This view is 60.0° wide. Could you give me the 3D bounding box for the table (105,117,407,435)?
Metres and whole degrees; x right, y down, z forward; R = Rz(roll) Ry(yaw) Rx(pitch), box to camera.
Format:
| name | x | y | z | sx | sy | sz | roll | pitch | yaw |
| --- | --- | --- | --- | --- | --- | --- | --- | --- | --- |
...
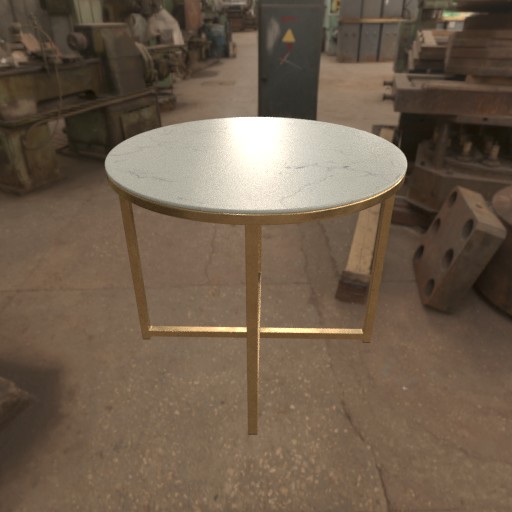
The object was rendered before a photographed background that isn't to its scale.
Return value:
| name | x | y | z | sx | sy | sz | roll | pitch | yaw |
| --- | --- | --- | --- | --- | --- | --- | --- | --- | --- |
| table | 0.000 | 0.000 | 0.868 | 0.500 | 0.420 | 0.500 | 0 | 30 | 0 |
